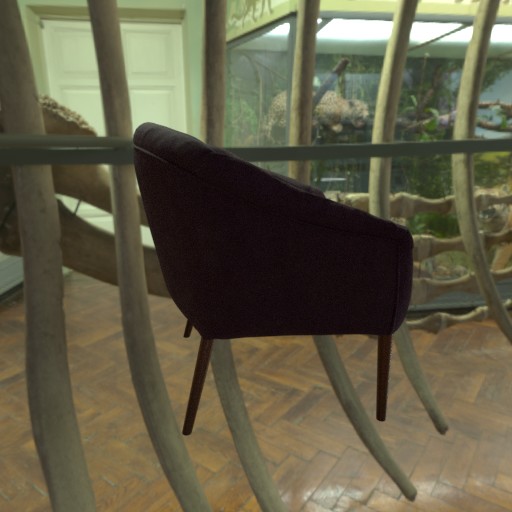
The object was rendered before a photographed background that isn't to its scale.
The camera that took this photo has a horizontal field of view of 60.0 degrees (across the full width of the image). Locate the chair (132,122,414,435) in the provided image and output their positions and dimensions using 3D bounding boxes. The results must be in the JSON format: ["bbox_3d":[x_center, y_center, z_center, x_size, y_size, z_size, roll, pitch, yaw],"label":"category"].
[{"bbox_3d":[0.000,0.000,1.532,0.776,0.885,0.851,-2,16,-8],"label":"chair"}]
